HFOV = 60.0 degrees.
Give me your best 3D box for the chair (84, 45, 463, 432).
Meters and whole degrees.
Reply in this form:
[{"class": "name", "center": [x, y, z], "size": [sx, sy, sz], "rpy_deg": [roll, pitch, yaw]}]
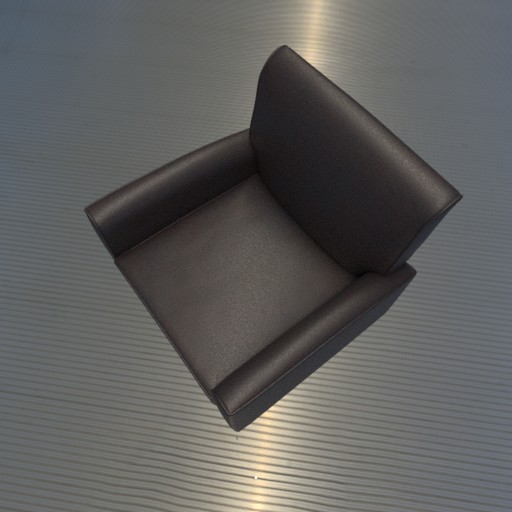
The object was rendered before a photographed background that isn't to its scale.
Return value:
[{"class": "chair", "center": [0.000, 0.000, 1.561], "size": [0.819, 0.916, 0.820], "rpy_deg": [-35, 68, -16]}]
